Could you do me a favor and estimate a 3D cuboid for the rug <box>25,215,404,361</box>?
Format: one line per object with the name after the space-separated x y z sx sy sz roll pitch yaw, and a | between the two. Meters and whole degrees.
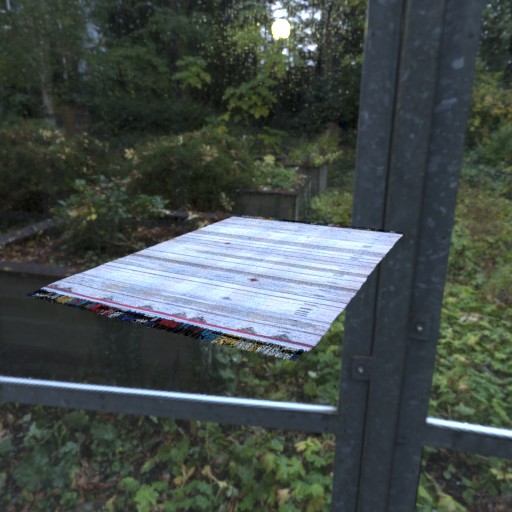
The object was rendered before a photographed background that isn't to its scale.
0.000 0.000 2.314 1.217 0.012 1.848 8 19 26 | rug
